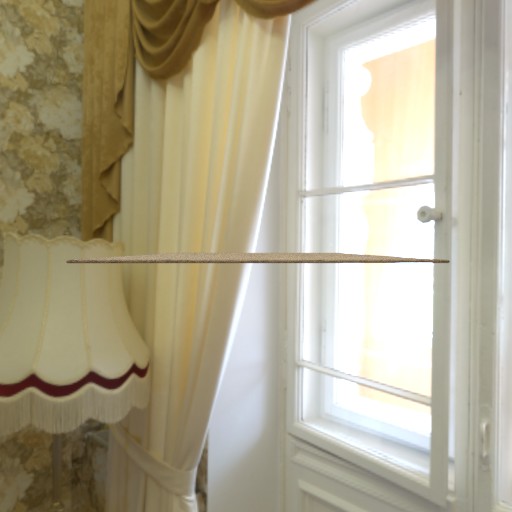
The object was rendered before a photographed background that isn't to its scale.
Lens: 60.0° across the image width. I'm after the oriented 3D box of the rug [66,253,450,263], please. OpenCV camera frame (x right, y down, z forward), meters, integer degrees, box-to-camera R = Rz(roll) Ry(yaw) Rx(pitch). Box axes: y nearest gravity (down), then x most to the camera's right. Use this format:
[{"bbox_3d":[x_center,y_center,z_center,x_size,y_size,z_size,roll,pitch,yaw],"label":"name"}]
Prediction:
[{"bbox_3d":[0.000,0.000,2.915,1.547,0.013,2.283,0,1,-1],"label":"rug"}]
